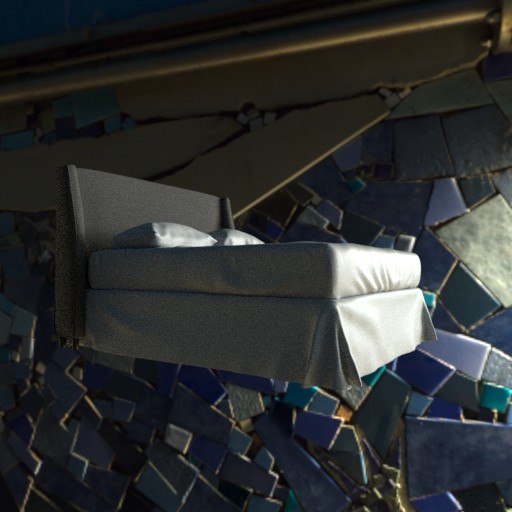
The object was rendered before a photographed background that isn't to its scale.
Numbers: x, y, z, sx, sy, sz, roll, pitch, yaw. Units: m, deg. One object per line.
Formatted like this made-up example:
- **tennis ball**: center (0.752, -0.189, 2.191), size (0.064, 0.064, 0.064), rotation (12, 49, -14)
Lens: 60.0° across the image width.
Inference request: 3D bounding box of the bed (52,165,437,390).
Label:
- **bed**: center (0.000, 0.000, 3.359), size (2.276, 1.332, 1.925), rotation (-1, -2, 34)
